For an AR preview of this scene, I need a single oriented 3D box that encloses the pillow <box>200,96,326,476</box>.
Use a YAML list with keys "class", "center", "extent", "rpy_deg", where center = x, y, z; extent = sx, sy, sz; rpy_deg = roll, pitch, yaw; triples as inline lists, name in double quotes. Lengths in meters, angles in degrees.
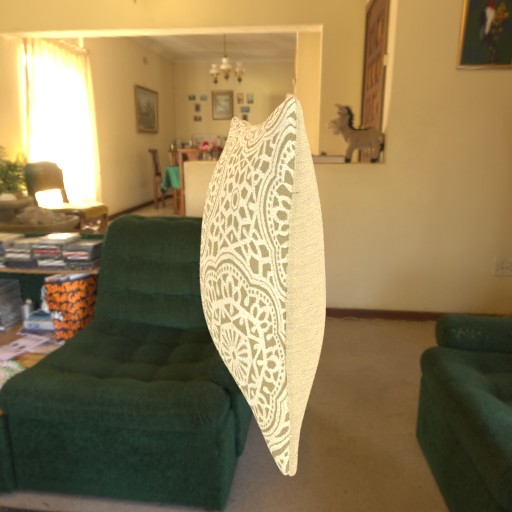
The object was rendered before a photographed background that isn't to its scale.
- class: "pillow"
  center: [0.000, 0.000, 0.665]
  extent: [0.167, 0.421, 0.438]
  rpy_deg: [-3, 15, -10]
